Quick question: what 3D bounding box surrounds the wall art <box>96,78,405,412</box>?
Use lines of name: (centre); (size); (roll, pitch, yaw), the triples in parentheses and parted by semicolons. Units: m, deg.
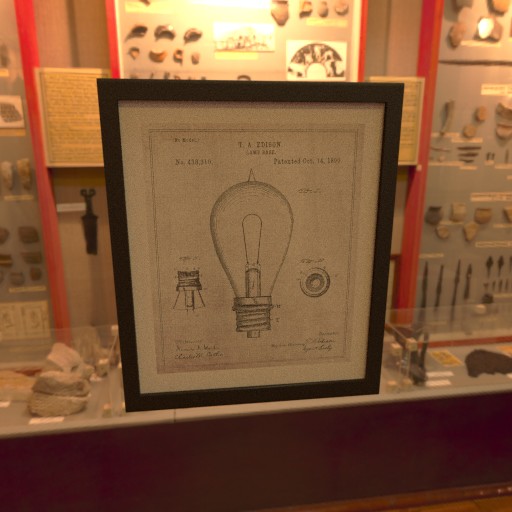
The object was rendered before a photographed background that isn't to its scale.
wall art: (0.000, 0.000, 0.690); (0.430, 0.509, 0.021); (-2, 15, -7)
